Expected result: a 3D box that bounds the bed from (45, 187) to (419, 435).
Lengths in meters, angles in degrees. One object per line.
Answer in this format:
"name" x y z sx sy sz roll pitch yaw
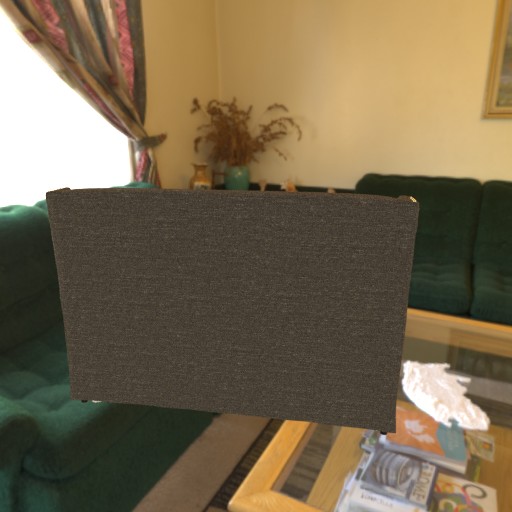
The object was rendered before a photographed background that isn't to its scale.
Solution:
"bed" 0.000 0.000 3.433 1.925 1.332 2.276 3 17 9
